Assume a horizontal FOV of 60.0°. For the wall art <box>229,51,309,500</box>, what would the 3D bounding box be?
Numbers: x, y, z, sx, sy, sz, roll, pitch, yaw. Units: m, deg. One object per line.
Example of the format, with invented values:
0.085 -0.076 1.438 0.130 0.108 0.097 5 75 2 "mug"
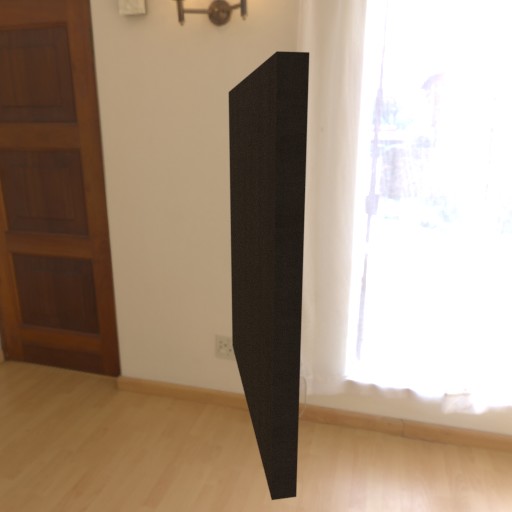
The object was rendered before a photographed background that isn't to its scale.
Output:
0.000 0.000 0.738 0.034 0.552 0.455 -3 16 -9 "wall art"
